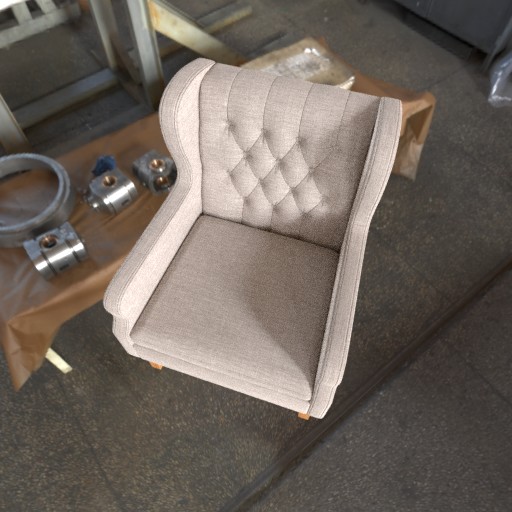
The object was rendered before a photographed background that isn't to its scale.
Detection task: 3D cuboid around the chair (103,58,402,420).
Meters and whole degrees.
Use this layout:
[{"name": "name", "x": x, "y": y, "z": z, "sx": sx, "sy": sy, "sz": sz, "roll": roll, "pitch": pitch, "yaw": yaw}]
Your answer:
[{"name": "chair", "x": 0.000, "y": 0.000, "z": 1.476, "sx": 0.710, "sy": 0.930, "sz": 0.760, "roll": 16, "pitch": 60, "yaw": 10}]
